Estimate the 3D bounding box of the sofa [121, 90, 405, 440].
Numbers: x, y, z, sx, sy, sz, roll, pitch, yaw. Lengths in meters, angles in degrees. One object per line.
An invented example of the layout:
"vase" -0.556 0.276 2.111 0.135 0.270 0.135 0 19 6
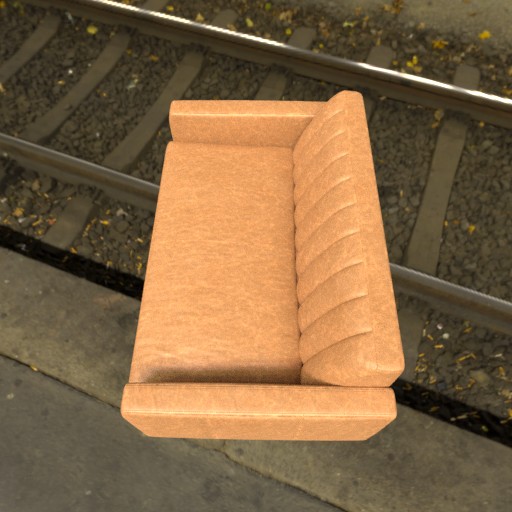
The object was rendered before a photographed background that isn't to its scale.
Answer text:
"sofa" 0.000 0.000 2.049 0.960 0.820 1.549 1 59 0
